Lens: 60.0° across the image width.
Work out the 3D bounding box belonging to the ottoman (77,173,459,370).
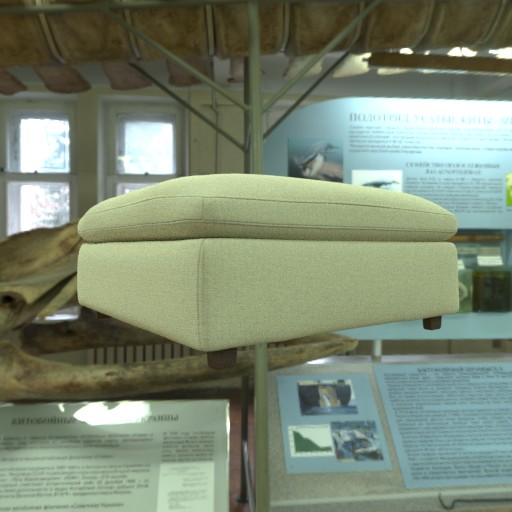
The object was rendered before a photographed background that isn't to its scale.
[{"bbox_3d":[0.000,0.000,1.533,0.996,0.467,0.977,-1,1,-36],"label":"ottoman"}]
